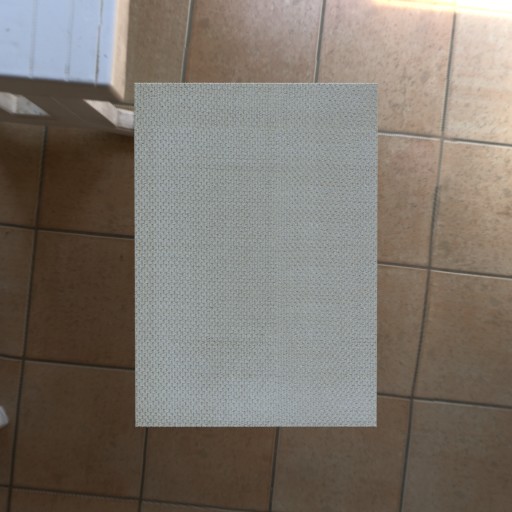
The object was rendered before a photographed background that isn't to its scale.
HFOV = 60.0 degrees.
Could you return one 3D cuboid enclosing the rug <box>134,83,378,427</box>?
[{"bbox_3d":[0.000,0.000,2.764,1.509,0.013,2.144,0,91,0],"label":"rug"}]
